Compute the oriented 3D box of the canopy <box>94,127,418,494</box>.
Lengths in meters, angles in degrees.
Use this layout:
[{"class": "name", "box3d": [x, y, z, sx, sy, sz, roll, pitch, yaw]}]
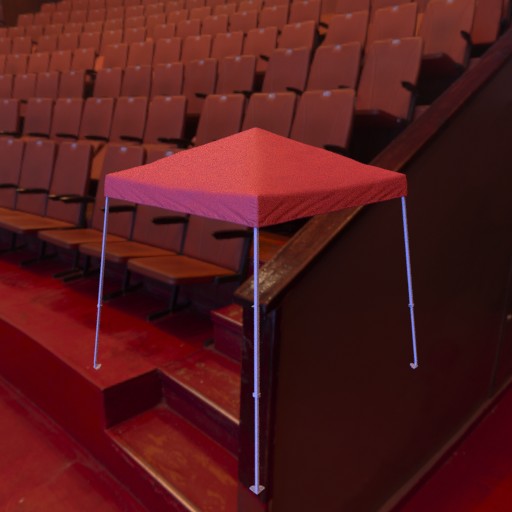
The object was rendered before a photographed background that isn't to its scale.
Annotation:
[{"class": "canopy", "box3d": [0.000, 0.000, 6.462, 3.599, 3.600, 3.600, 15, 22, 43]}]
